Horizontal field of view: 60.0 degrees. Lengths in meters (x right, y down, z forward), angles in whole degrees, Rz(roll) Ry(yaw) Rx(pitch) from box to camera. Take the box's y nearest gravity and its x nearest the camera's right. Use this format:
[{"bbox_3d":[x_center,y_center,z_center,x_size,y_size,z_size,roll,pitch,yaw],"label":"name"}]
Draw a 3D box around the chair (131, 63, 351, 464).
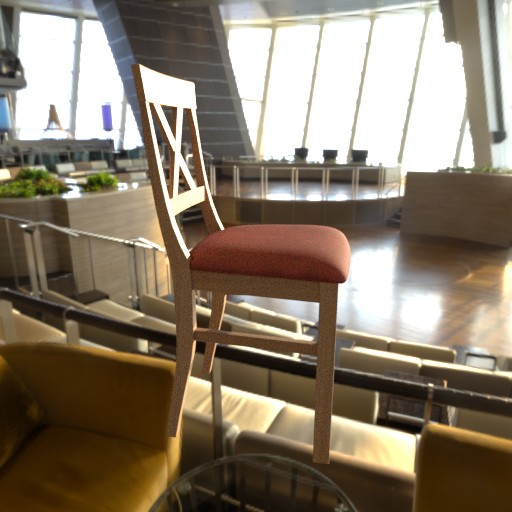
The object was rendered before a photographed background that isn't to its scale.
[{"bbox_3d":[0.000,0.000,1.183,0.492,0.912,0.439,3,16,10],"label":"chair"}]
